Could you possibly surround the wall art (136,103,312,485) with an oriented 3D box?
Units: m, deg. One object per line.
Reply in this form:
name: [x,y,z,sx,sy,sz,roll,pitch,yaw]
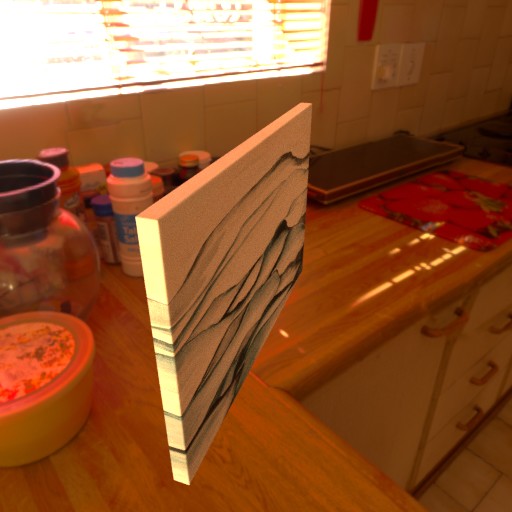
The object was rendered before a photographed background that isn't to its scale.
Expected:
wall art: [0.000,0.000,1.154,0.039,0.609,0.914,10,31,17]
